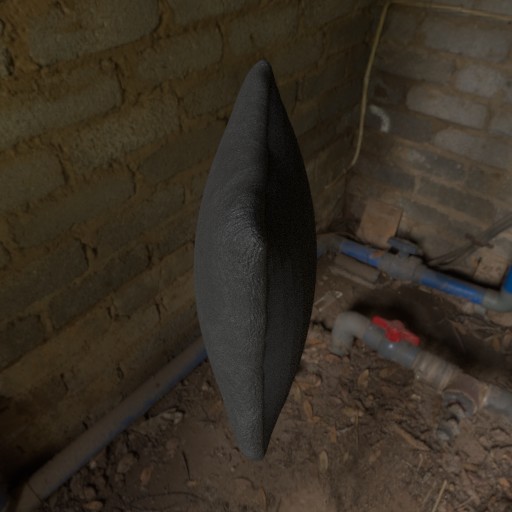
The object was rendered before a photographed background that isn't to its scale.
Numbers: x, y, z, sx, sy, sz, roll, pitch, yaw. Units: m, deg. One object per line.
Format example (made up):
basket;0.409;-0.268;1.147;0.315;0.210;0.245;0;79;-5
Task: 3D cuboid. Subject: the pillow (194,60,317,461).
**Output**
pillow;0.000;0.000;0.800;0.210;0.523;0.533;1;42;1
